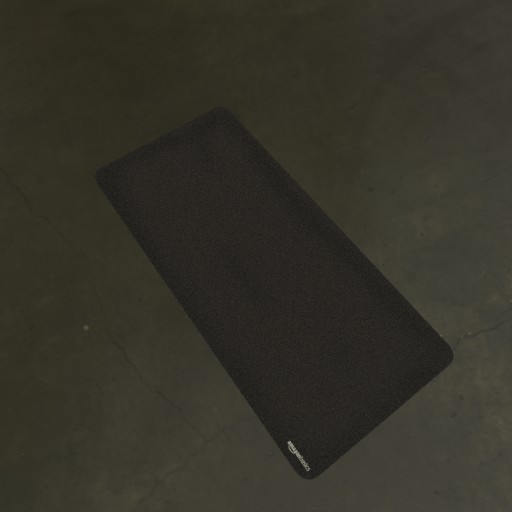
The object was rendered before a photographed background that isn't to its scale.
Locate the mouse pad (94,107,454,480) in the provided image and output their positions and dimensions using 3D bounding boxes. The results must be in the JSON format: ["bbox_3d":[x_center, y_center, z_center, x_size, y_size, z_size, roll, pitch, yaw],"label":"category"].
[{"bbox_3d":[0.000,0.000,1.062,0.424,0.003,0.907,-33,68,-15],"label":"mouse pad"}]
